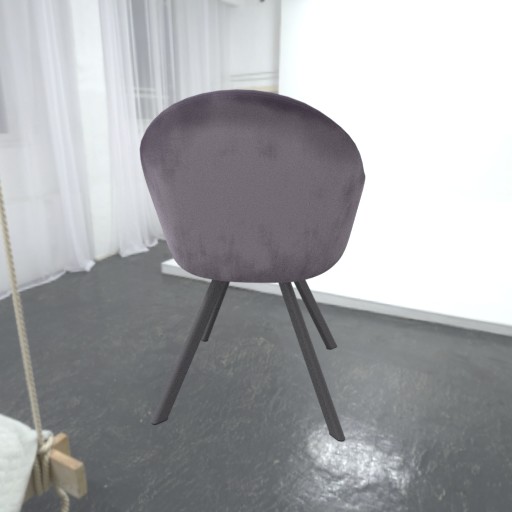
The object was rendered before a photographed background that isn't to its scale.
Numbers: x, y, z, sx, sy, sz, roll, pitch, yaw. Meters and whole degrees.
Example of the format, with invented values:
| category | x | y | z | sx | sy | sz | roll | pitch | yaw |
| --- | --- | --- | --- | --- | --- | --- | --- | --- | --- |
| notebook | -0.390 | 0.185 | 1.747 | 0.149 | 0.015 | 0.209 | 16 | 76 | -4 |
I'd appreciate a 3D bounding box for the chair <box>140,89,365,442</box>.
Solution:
| category | x | y | z | sx | sy | sz | roll | pitch | yaw |
| --- | --- | --- | --- | --- | --- | --- | --- | --- | --- |
| chair | 0.000 | 0.000 | 1.183 | 0.550 | 0.795 | 0.590 | 2 | 16 | 7 |
